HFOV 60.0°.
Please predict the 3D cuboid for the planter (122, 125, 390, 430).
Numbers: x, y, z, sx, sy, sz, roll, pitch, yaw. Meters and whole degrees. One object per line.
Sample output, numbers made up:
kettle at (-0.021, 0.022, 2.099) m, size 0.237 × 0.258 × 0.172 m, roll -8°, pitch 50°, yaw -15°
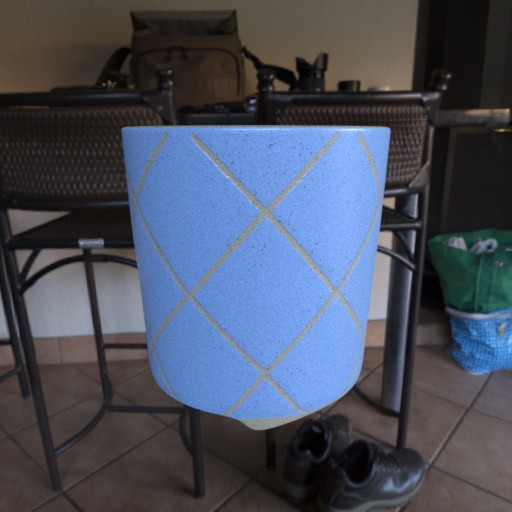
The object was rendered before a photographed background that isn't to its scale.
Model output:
planter at (0.000, 0.000, 0.421) m, size 0.227 × 0.235 × 0.227 m, roll 0°, pitch 16°, yaw 0°
